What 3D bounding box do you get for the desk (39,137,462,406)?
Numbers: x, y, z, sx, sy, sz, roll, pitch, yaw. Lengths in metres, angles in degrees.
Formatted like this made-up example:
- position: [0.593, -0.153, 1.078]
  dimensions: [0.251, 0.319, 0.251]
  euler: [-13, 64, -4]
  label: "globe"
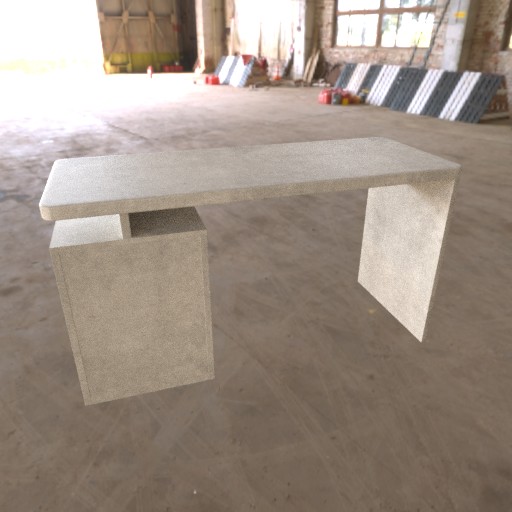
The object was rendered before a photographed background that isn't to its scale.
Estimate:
- position: [0.000, 0.000, 1.775]
  dimensions: [1.400, 0.755, 0.550]
  euler: [-8, 28, -15]
  label: "desk"
